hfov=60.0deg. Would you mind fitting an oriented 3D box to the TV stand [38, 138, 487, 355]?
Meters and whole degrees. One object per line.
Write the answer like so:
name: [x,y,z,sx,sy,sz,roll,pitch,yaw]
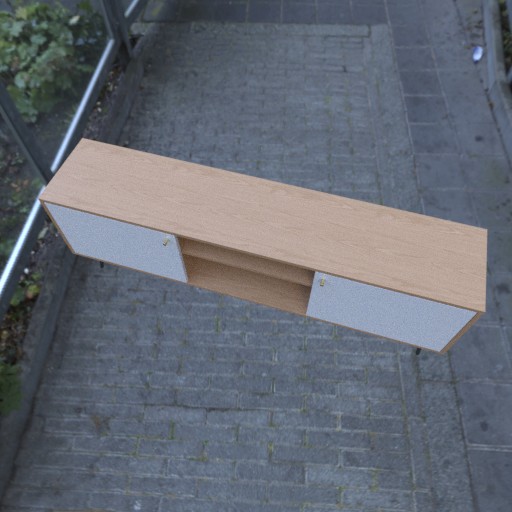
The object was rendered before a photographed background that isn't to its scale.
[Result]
TV stand: [0.000,0.000,2.003,1.760,0.580,0.400,14,58,9]
